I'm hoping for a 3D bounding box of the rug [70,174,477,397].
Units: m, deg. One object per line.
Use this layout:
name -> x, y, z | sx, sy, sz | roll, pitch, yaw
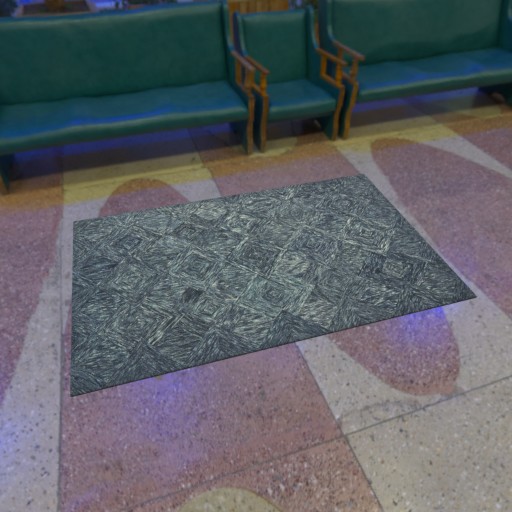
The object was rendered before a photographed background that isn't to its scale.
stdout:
rug -> 0.000, 0.000, 2.941 | 2.330, 0.017, 1.478 | -11, 43, -12
